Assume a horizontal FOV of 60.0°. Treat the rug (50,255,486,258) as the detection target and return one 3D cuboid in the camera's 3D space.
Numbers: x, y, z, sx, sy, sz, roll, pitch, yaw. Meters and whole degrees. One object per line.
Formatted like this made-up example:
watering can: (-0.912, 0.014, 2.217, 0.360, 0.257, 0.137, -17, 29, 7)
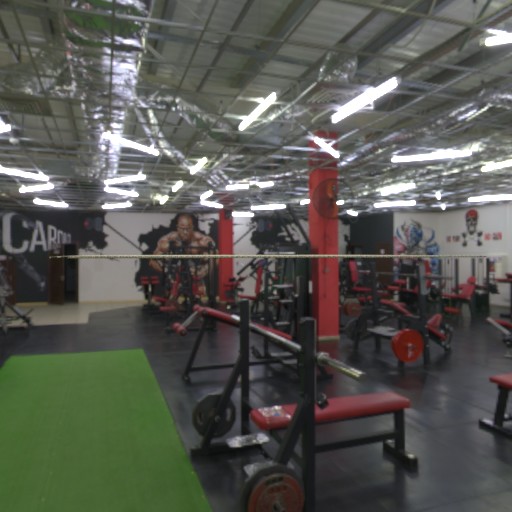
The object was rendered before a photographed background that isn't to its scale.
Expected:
rug: (0.000, 0.000, 2.310, 1.802, 0.008, 1.247, 0, 0, -17)
